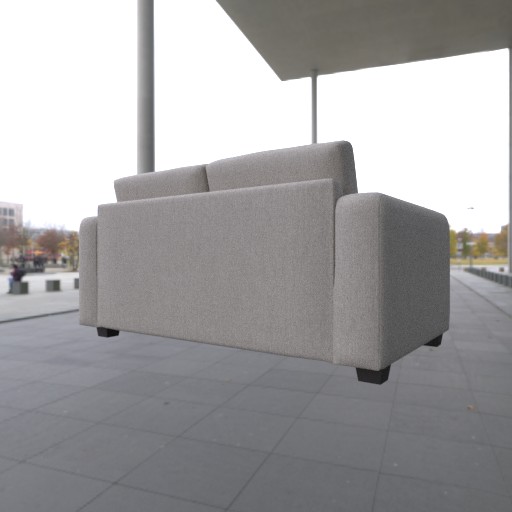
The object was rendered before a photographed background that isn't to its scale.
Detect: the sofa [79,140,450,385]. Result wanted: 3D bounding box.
[{"bbox_3d":[0.000,0.000,2.083,1.540,0.800,0.900,0,0,36],"label":"sofa"}]
